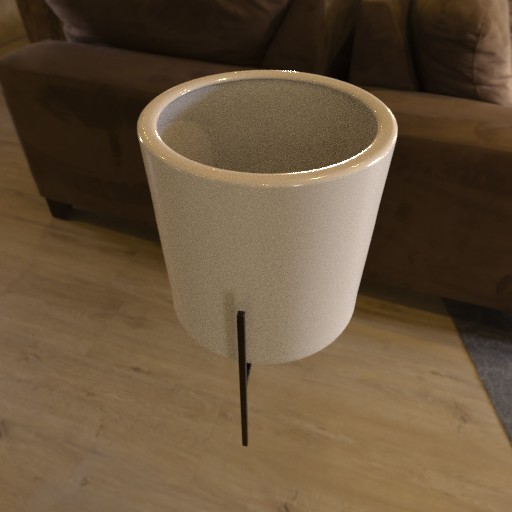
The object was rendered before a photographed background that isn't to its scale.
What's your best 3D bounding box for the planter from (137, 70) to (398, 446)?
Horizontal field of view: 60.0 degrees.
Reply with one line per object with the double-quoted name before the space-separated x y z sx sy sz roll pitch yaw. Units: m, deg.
"planter" 0.000 0.000 0.632 0.308 0.431 0.307 25 47 25
